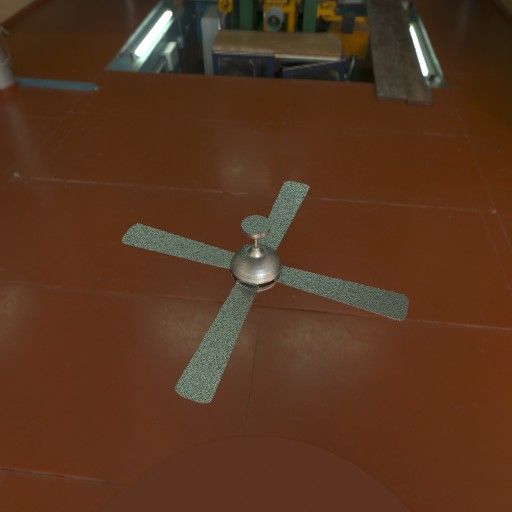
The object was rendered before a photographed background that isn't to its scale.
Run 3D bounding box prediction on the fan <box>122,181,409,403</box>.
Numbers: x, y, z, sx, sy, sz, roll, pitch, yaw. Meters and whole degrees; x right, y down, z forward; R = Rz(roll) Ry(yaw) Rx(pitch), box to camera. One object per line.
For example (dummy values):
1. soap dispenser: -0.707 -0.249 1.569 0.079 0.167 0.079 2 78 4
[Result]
1. fan: 0.000 0.000 2.004 1.321 0.381 1.321 32 54 27
